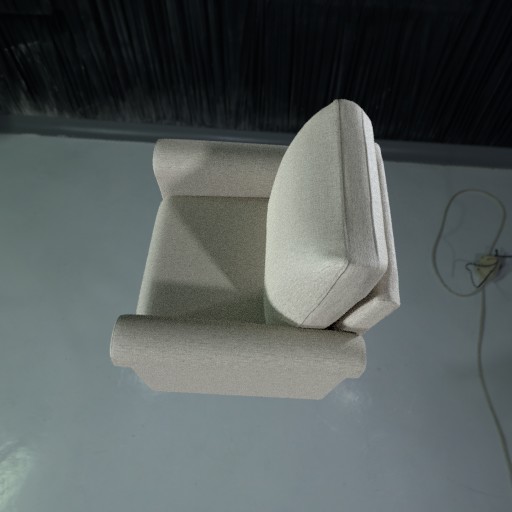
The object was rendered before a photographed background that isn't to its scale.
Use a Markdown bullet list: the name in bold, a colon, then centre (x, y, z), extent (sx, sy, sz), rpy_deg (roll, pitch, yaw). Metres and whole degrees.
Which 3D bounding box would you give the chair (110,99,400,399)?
- **chair**: centre (0.000, 0.000, 2.283), extent (1.180, 1.349, 1.275), rpy_deg (2, 59, 1)
